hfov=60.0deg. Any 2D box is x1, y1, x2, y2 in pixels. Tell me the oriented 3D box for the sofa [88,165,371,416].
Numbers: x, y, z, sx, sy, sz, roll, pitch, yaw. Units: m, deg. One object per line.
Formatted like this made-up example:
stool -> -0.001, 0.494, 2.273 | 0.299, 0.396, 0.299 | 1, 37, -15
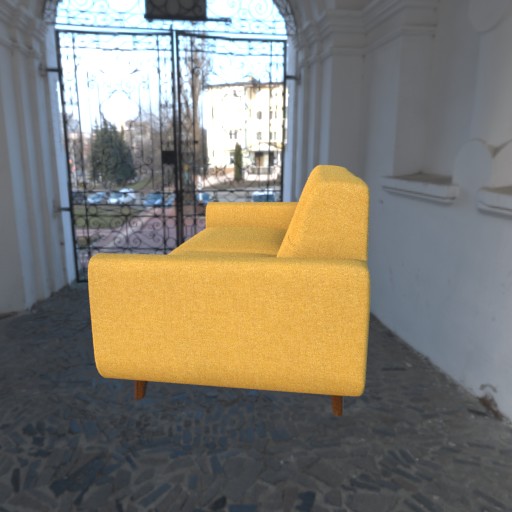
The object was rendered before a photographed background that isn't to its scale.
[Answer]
sofa -> 0.000, 0.000, 2.152 | 0.909, 0.841, 1.631 | 2, 13, 8
